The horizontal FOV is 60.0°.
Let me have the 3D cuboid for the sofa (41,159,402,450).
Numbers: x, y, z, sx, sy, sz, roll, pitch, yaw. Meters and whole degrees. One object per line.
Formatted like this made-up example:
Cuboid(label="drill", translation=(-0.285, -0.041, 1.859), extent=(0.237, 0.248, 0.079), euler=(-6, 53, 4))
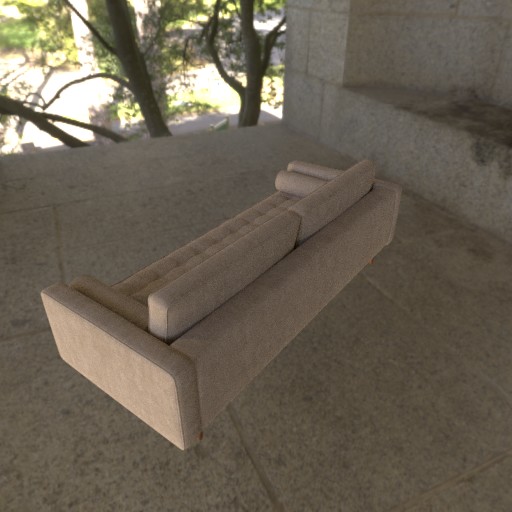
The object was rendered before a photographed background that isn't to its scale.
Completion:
Cuboid(label="sofa", translation=(0.000, 0.000, 2.655), extent=(0.919, 0.770, 2.200), euler=(22, 38, 31))
